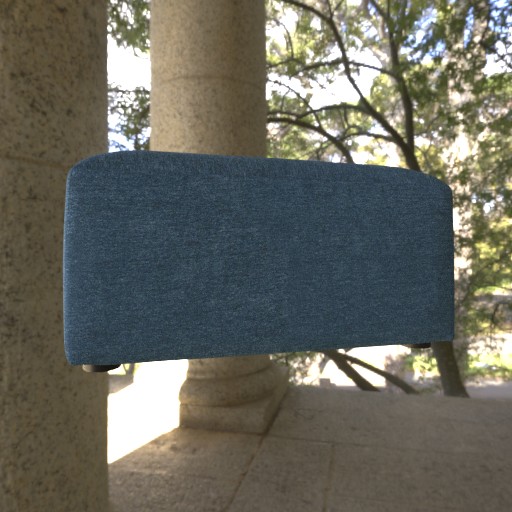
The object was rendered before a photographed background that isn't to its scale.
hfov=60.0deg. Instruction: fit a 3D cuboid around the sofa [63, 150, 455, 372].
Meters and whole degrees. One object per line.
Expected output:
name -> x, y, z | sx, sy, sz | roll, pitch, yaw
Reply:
sofa -> 0.000, 0.000, 1.218 | 0.930, 0.470, 0.480 | 0, 1, -16
